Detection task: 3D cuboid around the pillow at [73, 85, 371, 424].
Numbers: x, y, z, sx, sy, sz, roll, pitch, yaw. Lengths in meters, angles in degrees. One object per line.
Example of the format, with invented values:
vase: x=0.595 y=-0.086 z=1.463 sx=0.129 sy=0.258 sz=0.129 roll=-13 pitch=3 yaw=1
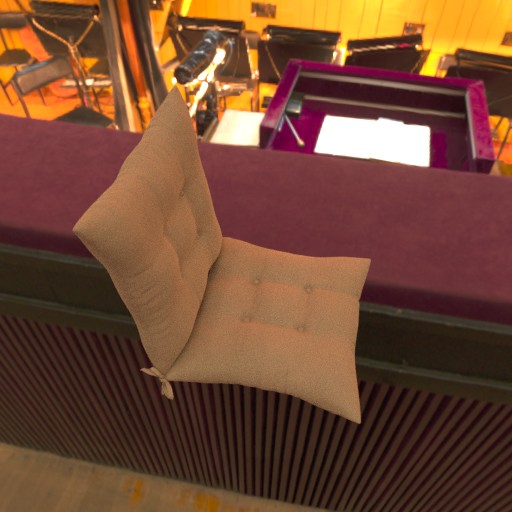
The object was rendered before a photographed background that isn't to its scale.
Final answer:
pillow: x=0.000 y=0.000 z=1.026 sx=0.585 sy=0.536 sz=0.541 roll=9 pitch=47 yaw=8
